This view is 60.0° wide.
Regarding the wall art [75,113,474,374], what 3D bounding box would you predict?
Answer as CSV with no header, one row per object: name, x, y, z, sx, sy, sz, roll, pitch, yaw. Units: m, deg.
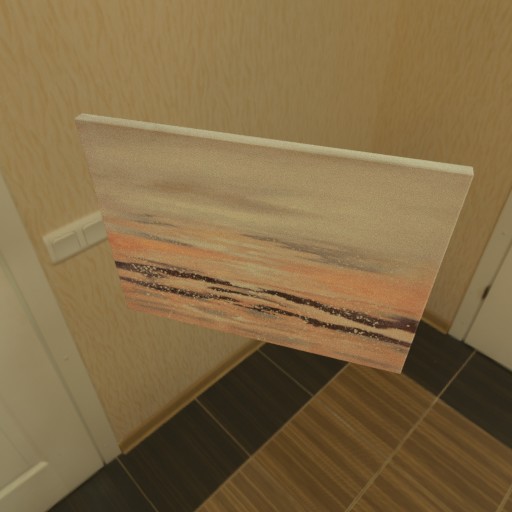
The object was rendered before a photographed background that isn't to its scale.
wall art,0.000,0.000,1.349,1.015,0.763,0.038,11,42,12
